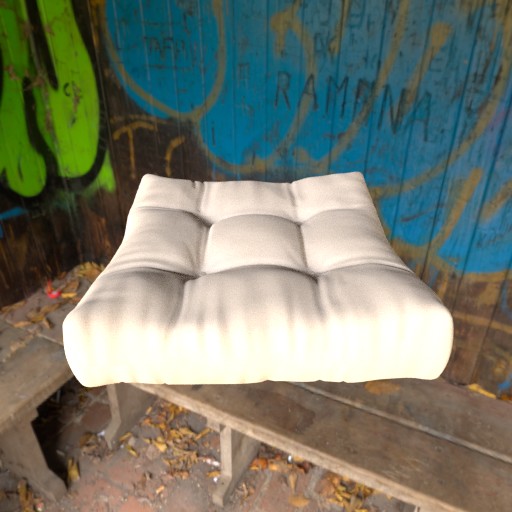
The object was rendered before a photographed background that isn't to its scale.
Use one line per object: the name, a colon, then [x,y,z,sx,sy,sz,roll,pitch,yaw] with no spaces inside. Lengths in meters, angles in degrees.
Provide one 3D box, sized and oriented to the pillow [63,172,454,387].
pillow: [0.000,0.000,0.718,0.468,0.128,0.490,-1,30,-2]
